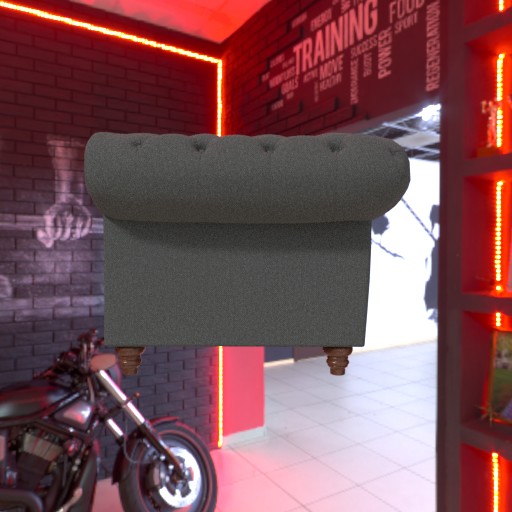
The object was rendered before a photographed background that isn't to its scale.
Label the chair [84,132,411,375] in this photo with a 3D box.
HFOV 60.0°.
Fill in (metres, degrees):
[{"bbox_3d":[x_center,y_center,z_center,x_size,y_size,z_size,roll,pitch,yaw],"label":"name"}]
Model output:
[{"bbox_3d":[0.000,0.000,1.860,0.976,0.770,1.270,0,0,1],"label":"chair"}]
